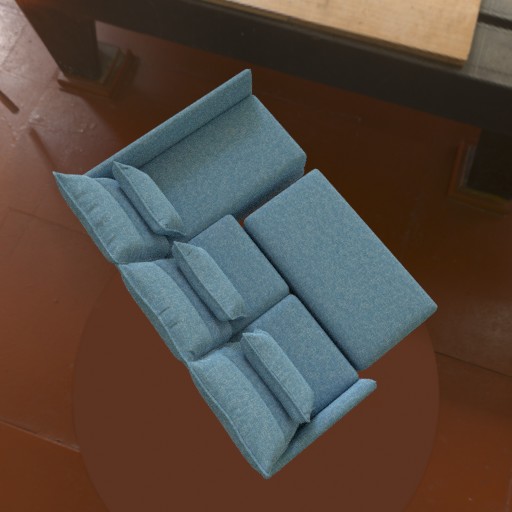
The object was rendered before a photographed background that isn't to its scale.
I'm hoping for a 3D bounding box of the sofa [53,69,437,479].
[{"bbox_3d":[0.000,0.000,2.744,1.420,0.899,2.034,-36,78,-9],"label":"sofa"}]
